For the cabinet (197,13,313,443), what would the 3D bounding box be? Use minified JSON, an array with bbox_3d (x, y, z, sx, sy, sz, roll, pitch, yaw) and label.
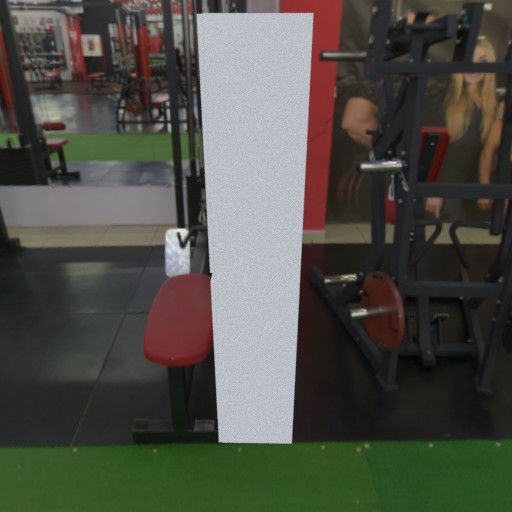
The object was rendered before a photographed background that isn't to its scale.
[{"bbox_3d":[0.000,0.000,1.469,0.270,1.400,0.300,0,26,1],"label":"cabinet"}]
